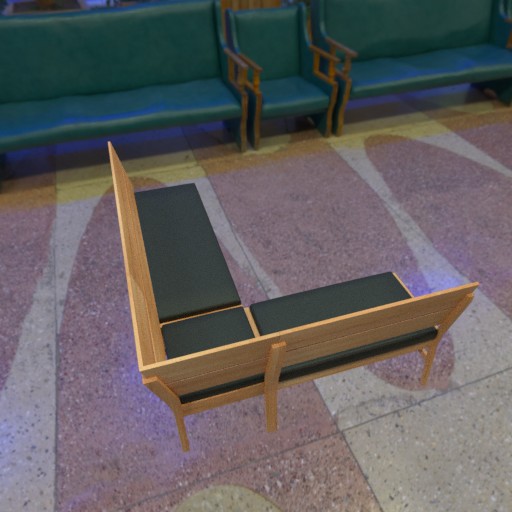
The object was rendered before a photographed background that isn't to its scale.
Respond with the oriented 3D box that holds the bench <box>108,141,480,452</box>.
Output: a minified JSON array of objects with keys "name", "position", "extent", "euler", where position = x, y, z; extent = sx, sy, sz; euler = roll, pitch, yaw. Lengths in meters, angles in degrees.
[{"name":"bench","position":[0.000,0.000,2.851],"extent":[1.548,0.890,1.948],"euler":[-12,43,-13]}]
